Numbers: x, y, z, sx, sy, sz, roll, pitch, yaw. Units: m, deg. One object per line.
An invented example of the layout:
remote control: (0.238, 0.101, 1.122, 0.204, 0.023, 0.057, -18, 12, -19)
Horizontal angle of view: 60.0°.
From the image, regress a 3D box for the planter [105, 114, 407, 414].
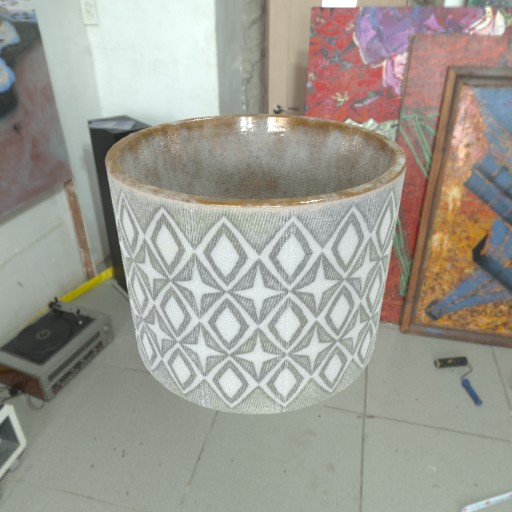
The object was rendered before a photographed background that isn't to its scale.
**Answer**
planter: (0.000, 0.000, 0.445, 0.255, 0.223, 0.255, 0, 30, 0)
